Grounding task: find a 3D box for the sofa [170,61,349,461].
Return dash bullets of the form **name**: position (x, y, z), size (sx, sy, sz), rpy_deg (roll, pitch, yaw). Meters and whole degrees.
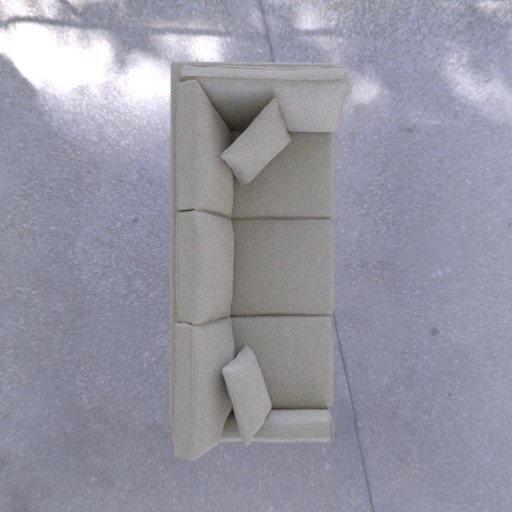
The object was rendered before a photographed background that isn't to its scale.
- **sofa**: position (0.000, 0.000, 2.899), size (1.061, 0.962, 2.317), rpy_deg (0, 89, -1)
